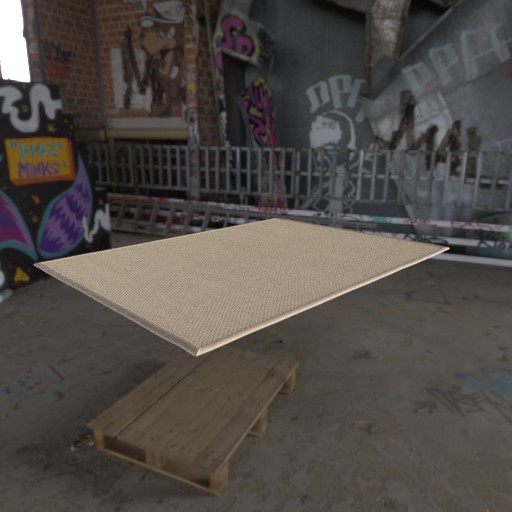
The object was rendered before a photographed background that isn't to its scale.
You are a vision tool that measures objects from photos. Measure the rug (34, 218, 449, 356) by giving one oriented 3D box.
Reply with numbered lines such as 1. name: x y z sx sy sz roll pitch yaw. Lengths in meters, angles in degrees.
1. rug: 0.000 0.000 2.707 2.081 0.020 1.525 -15 21 -43
